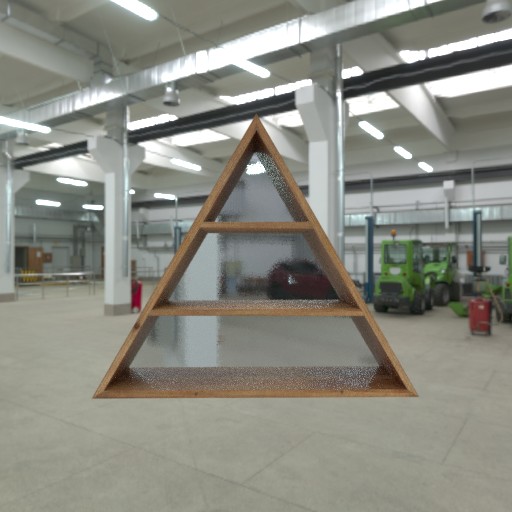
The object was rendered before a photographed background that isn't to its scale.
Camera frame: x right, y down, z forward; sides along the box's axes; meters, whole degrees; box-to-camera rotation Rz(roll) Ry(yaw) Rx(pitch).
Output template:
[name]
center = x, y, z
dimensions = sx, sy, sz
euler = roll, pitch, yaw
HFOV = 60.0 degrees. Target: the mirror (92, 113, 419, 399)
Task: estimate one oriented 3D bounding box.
[mirror]
center = 0.000, 0.000, 0.901
dimensions = 0.631, 0.548, 0.100
euler = 0, 0, -1
